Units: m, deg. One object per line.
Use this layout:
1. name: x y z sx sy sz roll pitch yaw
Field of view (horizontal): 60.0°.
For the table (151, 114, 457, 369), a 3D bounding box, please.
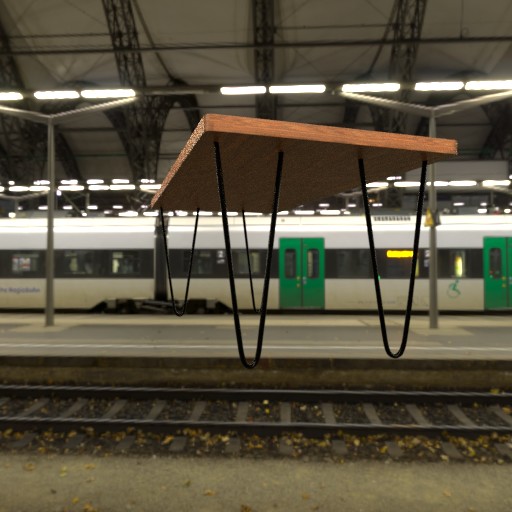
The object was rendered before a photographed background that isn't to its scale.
1. table: 0.000 0.000 2.216 0.883 0.753 1.791 0 -1 -18
